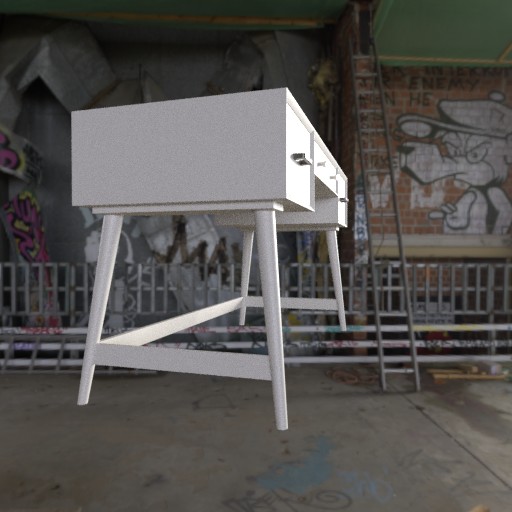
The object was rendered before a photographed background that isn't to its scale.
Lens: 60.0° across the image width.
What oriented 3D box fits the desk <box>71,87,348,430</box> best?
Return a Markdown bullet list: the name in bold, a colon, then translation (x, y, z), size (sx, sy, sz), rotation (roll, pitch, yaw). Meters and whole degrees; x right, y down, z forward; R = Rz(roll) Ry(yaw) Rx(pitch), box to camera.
- **desk**: translation (0.000, 0.000, 1.690), size (0.589, 0.762, 1.313), rotation (0, 1, 17)
